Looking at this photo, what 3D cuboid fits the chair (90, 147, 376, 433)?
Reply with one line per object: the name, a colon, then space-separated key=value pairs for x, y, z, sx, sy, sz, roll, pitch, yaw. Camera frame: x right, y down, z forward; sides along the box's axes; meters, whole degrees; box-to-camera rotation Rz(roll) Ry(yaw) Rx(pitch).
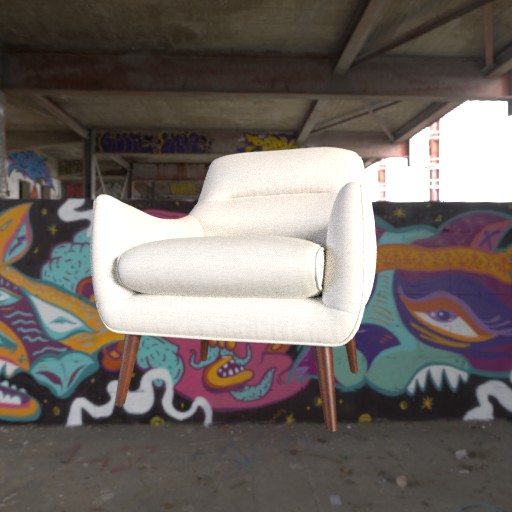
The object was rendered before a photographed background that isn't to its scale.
chair: x=0.000 y=0.000 z=1.455 sx=0.762 sy=0.838 sz=0.787 roll=0 pitch=0 yaw=18
